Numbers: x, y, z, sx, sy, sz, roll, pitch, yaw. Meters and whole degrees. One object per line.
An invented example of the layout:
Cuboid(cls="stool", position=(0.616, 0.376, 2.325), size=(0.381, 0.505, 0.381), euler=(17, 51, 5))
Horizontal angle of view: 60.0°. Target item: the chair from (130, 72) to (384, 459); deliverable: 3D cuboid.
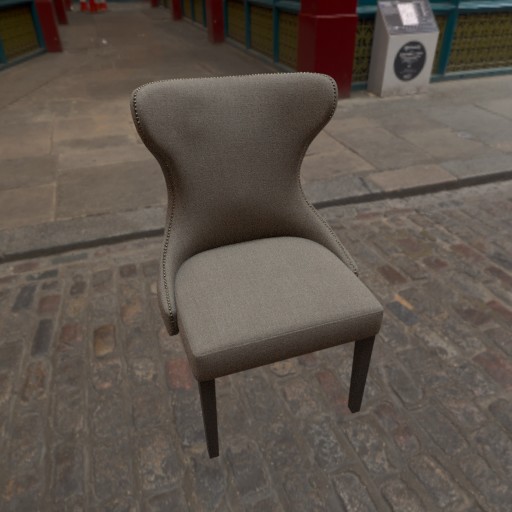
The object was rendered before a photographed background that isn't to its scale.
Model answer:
Cuboid(cls="chair", position=(0.000, 0.000, 1.371), size=(0.628, 0.967, 0.635), euler=(-11, 35, -16))
